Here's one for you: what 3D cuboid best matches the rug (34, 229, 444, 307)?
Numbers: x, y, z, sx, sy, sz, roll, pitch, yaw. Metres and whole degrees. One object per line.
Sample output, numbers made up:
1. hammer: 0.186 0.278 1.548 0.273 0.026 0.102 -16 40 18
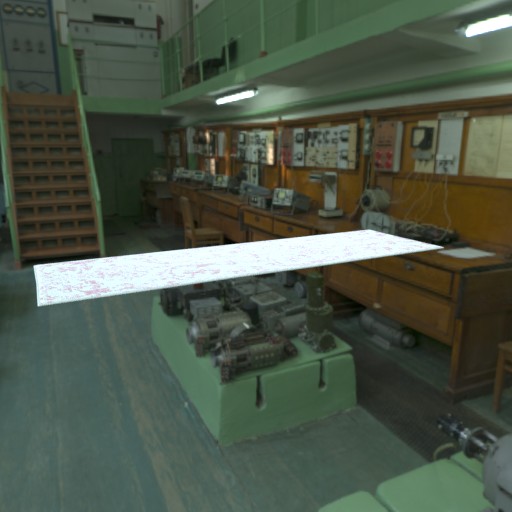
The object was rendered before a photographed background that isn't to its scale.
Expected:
1. rug: 0.000 0.000 2.450 2.196 0.011 0.662 -7 15 -26
